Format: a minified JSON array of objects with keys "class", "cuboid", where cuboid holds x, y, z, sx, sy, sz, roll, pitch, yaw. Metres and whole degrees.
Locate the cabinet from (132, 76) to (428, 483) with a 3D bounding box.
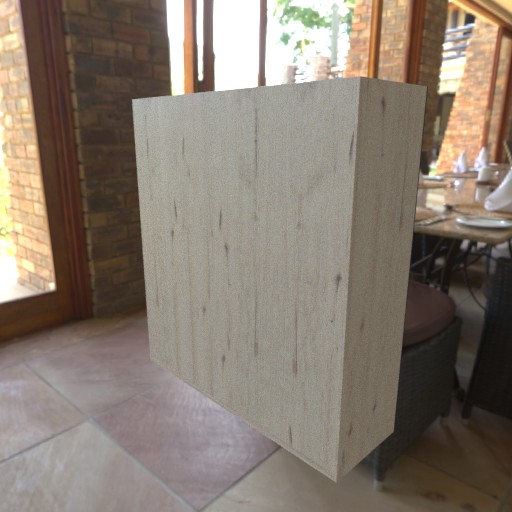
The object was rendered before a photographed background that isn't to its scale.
[{"class":"cabinet","cuboid":[0.000,0.000,3.167,0.660,2.180,2.000,-15,21,-42]}]
